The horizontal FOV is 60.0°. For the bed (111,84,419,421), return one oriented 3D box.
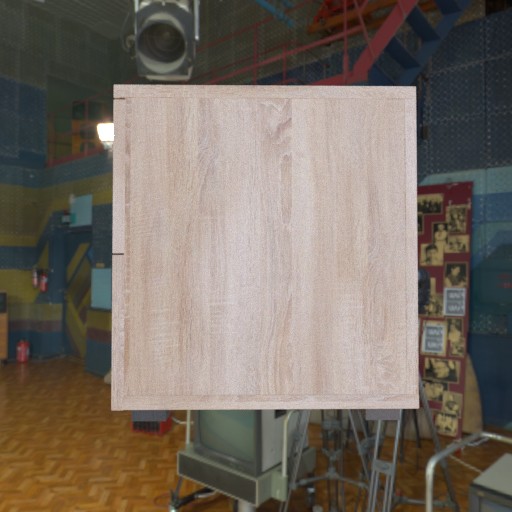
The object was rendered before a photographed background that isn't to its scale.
[{"bbox_3d":[0.000,0.000,0.784,0.401,0.420,0.460,0,-1,-1],"label":"bed"}]
